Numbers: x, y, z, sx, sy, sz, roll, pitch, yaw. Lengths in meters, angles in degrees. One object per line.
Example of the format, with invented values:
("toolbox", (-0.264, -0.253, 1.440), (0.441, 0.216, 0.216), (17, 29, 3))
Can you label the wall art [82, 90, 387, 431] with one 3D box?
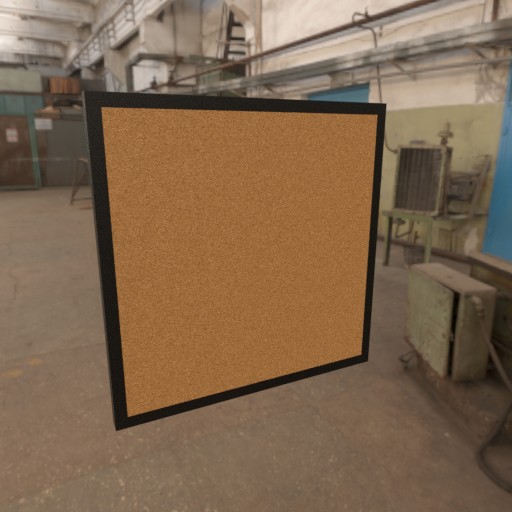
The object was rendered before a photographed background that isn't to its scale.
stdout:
("wall art", (0.000, 0.000, 1.135), (0.762, 0.762, 0.038), (-7, 17, -26))
